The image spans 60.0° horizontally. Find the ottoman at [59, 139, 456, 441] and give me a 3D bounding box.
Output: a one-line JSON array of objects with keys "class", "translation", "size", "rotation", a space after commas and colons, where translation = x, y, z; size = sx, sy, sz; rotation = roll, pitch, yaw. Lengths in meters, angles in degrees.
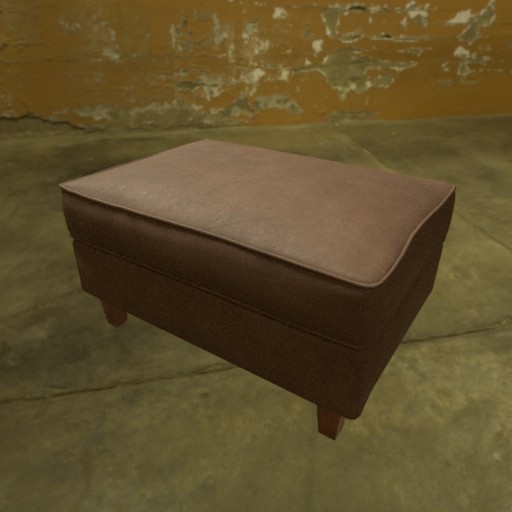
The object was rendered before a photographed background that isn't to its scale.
[{"class": "ottoman", "translation": [0.000, 0.000, 1.200], "size": [0.860, 0.481, 0.596], "rotation": [18, 34, 29]}]
